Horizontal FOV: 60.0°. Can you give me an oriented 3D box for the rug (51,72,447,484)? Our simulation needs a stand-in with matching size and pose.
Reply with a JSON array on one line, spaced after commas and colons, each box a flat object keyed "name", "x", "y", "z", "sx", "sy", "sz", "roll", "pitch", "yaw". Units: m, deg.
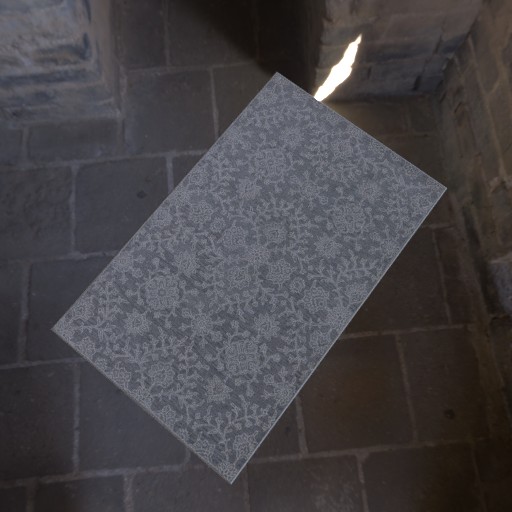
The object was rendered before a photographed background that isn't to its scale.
[{"name": "rug", "x": 0.000, "y": 0.000, "z": 3.011, "sx": 1.515, "sy": 0.010, "sz": 2.430, "roll": 37, "pitch": 80, "yaw": 8}]
